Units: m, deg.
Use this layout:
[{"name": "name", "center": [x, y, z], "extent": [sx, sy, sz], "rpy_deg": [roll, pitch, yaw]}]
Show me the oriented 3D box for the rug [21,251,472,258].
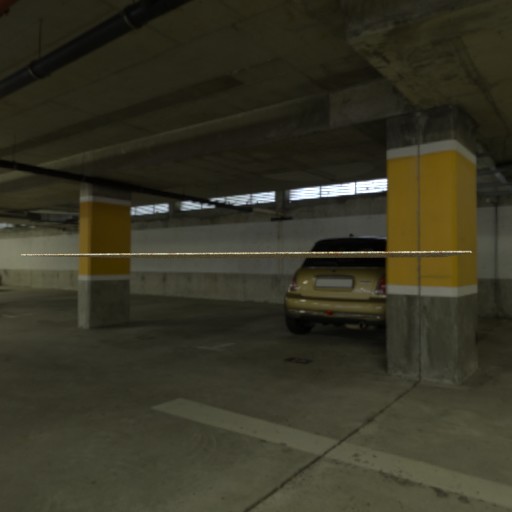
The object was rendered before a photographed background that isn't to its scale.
[{"name": "rug", "center": [0.000, 0.000, 2.964], "extent": [2.446, 0.009, 1.529], "rpy_deg": [0, -1, 18]}]
